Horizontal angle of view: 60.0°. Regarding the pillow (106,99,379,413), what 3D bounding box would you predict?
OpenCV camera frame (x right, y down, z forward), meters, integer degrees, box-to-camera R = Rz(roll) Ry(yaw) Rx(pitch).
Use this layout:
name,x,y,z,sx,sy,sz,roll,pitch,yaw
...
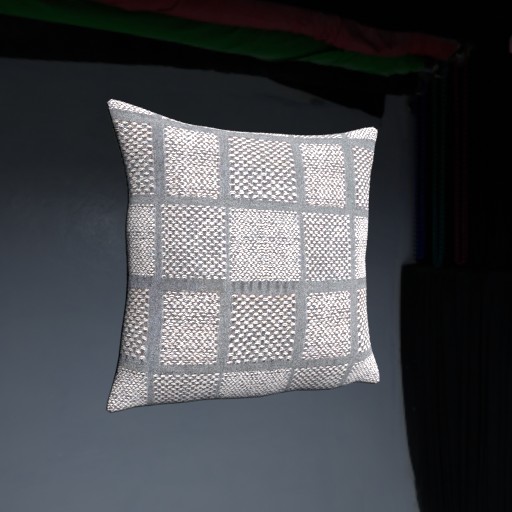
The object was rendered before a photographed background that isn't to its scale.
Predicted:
name,x,y,z,sx,sy,sz,roll,pitch,yaw
pillow,0.000,0.000,0.677,0.435,0.432,0.138,0,0,-19
